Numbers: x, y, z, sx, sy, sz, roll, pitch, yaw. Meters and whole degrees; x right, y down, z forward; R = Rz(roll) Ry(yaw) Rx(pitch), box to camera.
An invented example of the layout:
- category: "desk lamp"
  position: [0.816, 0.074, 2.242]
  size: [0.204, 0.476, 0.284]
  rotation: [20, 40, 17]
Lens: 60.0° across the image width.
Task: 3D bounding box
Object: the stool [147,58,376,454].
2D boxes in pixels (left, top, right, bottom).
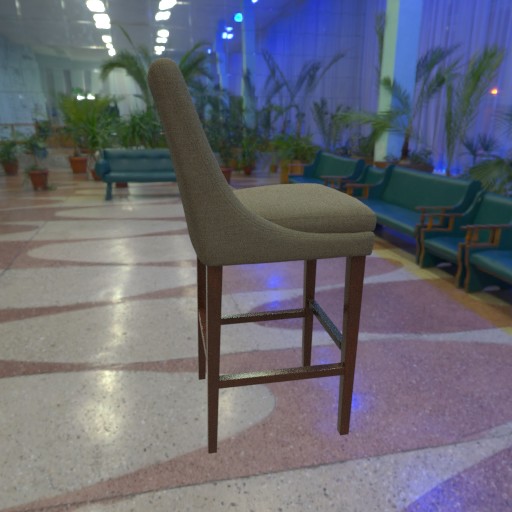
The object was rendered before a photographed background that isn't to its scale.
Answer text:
- category: "stool"
  position: [0.000, 0.000, 1.369]
  size: [0.577, 1.078, 0.470]
  rotation: [-4, 19, -11]
